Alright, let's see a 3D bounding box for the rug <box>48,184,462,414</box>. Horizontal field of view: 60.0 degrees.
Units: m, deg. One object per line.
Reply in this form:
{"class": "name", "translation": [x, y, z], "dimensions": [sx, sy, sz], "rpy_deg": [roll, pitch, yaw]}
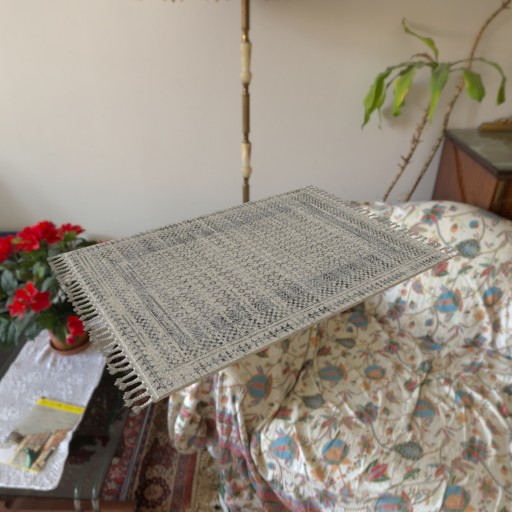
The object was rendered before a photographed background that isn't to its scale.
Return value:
{"class": "rug", "translation": [0.000, 0.000, 2.361], "dimensions": [1.872, 0.013, 1.243], "rpy_deg": [-19, 36, -30]}
